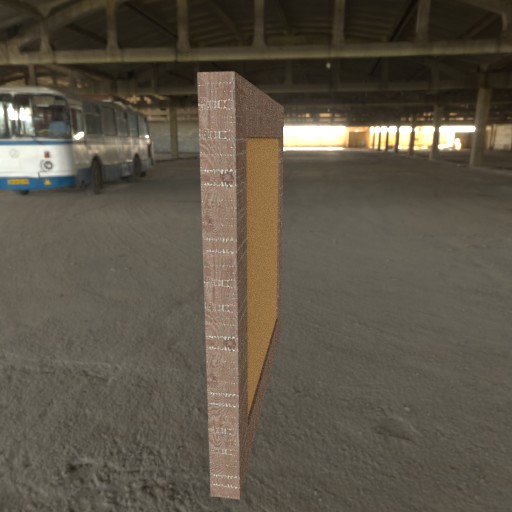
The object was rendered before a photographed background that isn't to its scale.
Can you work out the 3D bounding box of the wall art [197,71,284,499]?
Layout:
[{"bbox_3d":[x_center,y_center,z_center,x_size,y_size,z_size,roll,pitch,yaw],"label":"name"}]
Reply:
[{"bbox_3d":[0.000,0.000,0.778,0.040,0.531,0.531,2,15,9],"label":"wall art"}]
